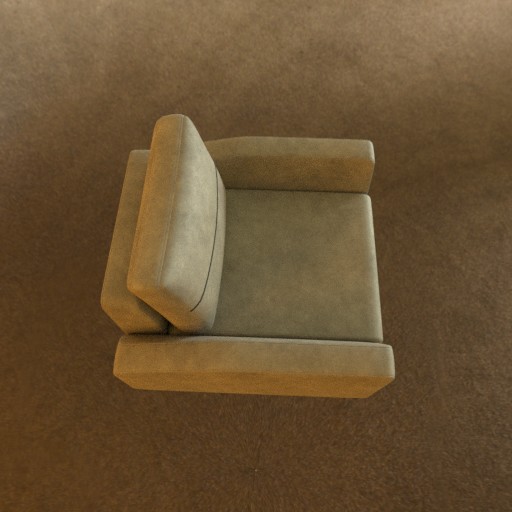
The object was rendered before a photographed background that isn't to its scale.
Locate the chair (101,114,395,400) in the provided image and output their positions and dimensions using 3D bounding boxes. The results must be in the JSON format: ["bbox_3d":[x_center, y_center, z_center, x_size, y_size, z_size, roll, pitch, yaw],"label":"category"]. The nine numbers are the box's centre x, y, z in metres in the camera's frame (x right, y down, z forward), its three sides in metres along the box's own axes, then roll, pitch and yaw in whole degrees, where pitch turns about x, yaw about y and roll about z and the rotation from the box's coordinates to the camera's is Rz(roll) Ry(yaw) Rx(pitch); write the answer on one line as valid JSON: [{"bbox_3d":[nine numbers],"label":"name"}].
[{"bbox_3d":[0.000,0.000,1.612,0.900,0.800,0.900,2,64,1],"label":"chair"}]
